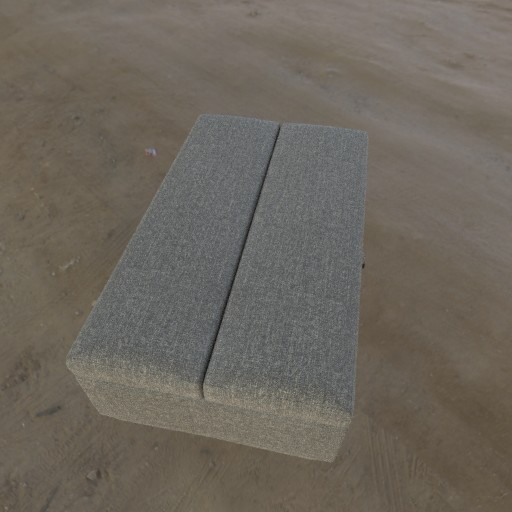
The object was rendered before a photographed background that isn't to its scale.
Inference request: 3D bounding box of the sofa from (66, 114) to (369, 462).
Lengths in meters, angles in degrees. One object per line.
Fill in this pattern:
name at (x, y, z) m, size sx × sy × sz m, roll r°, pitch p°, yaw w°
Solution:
sofa at (0.000, 0.000, 1.594) m, size 0.782 × 0.417 × 1.198 m, roll 8°, pitch 48°, yaw 8°
